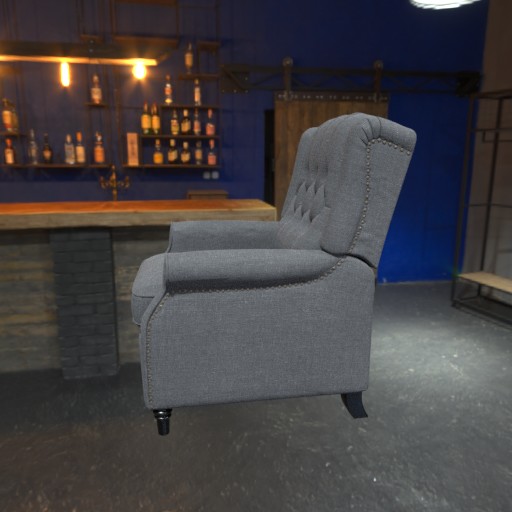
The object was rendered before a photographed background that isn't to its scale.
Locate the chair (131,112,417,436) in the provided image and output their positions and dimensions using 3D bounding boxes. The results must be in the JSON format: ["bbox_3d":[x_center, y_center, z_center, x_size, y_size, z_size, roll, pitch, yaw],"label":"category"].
[{"bbox_3d":[0.000,0.000,1.687,0.898,1.035,0.742,-2,13,-9],"label":"chair"}]
